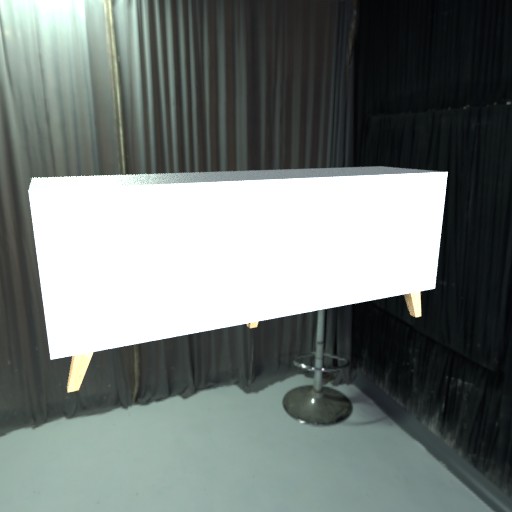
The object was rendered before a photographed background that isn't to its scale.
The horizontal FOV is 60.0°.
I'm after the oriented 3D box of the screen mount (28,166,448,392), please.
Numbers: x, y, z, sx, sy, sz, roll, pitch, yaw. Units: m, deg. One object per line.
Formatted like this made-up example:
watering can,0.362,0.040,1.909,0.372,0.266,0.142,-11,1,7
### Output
screen mount,0.000,0.000,1.710,1.490,0.619,0.400,-7,16,-24
